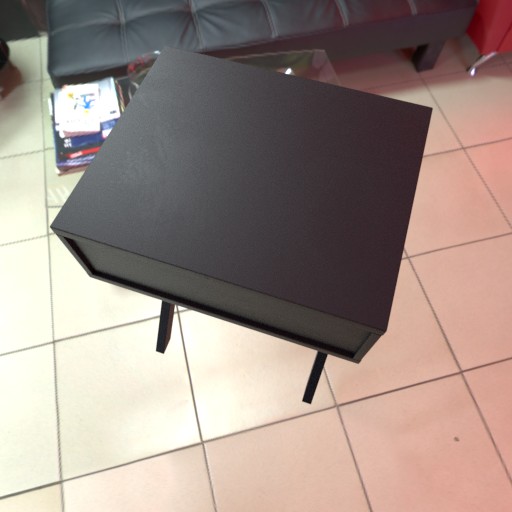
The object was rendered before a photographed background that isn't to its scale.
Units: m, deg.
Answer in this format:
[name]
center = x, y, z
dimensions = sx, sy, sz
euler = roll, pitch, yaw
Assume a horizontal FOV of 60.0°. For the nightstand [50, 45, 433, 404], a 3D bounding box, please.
[nightstand]
center = 0.000, 0.000, 0.952
dimensions = 0.479, 0.623, 0.402
euler = 17, 64, 8
